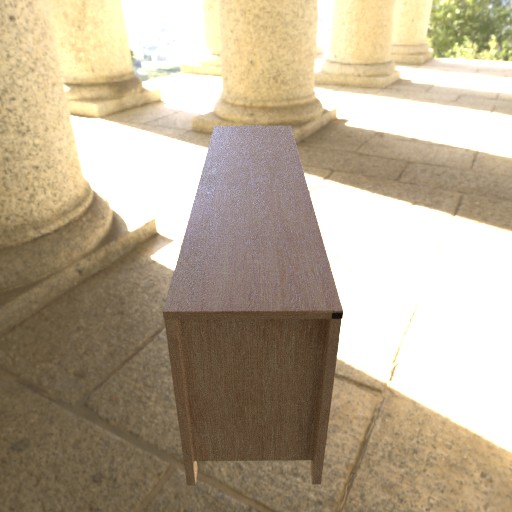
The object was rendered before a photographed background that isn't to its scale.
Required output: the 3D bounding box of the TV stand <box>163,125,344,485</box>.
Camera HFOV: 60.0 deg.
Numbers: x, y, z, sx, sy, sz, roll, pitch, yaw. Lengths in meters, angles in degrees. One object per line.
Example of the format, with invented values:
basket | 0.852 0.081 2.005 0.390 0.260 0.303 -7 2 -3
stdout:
TV stand | 0.000 0.000 1.701 0.398 0.610 1.466 0 31 0
